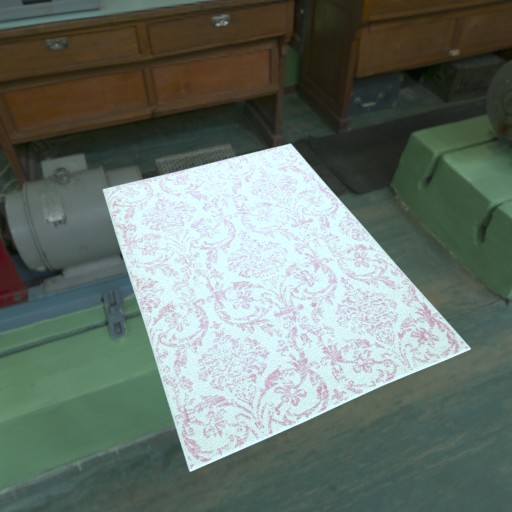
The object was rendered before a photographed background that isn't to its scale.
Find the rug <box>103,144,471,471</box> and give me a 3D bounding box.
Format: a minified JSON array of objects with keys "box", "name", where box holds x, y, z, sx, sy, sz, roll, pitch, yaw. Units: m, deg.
[{"box":[0.000,0.000,2.888,1.598,0.014,2.202,-17,49,-16],"name":"rug"}]
